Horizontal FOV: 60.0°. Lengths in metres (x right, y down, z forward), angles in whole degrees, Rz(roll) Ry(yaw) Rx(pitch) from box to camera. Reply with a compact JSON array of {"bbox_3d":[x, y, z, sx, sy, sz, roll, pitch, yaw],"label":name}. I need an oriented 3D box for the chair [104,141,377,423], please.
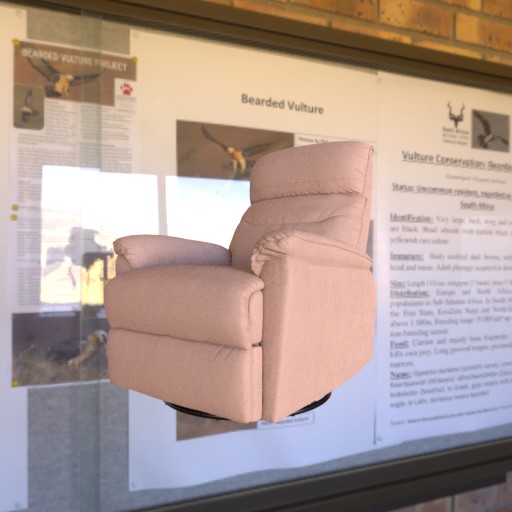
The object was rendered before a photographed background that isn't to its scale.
[{"bbox_3d":[0.000,0.000,1.756,0.820,1.037,1.004,0,0,37],"label":"chair"}]
